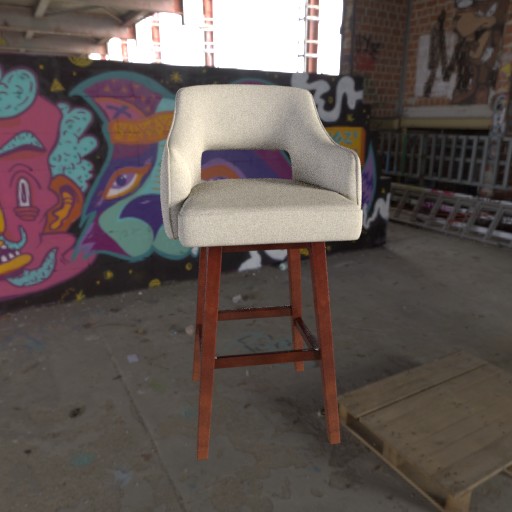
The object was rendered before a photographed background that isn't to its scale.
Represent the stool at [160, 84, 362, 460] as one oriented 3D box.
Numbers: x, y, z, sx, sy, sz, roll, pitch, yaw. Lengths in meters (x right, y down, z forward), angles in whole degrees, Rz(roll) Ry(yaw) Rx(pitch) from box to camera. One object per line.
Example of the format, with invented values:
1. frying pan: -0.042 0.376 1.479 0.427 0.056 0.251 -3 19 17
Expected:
1. stool: 0.000 0.000 1.380 0.550 1.041 0.560 -3 17 -9
